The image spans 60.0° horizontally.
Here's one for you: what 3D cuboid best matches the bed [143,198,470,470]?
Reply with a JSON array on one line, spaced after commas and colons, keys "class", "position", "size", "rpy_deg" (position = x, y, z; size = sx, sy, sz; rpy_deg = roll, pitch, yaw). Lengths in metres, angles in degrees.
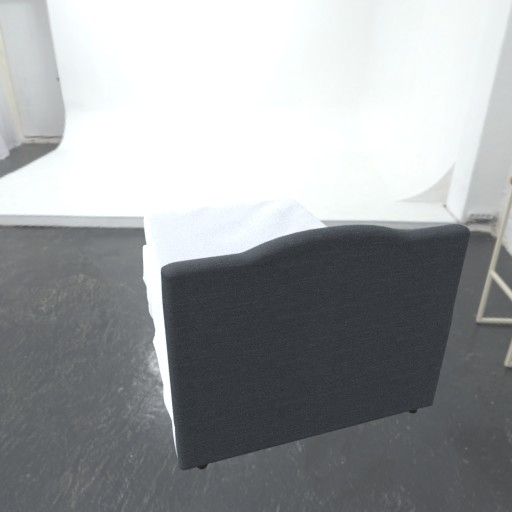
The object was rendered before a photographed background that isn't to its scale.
[{"class": "bed", "position": [0.000, 0.000, 3.537], "size": [1.747, 1.441, 2.507], "rpy_deg": [-8, 28, -15]}]
